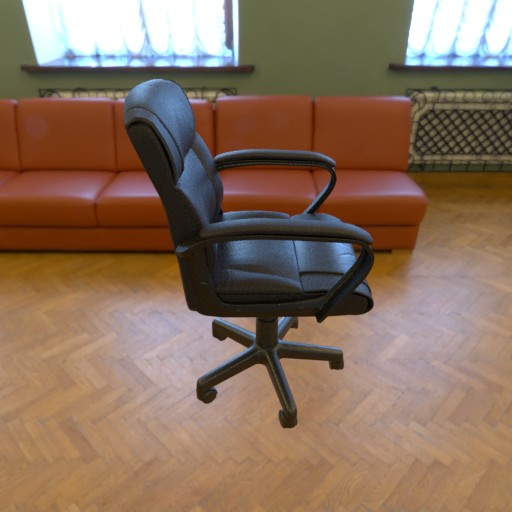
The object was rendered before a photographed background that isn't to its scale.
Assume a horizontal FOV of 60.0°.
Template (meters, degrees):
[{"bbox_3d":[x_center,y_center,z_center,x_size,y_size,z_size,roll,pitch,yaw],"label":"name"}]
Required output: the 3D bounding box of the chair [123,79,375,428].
[{"bbox_3d":[0.000,0.000,1.366,0.641,0.998,0.576,-1,32,-1],"label":"chair"}]
